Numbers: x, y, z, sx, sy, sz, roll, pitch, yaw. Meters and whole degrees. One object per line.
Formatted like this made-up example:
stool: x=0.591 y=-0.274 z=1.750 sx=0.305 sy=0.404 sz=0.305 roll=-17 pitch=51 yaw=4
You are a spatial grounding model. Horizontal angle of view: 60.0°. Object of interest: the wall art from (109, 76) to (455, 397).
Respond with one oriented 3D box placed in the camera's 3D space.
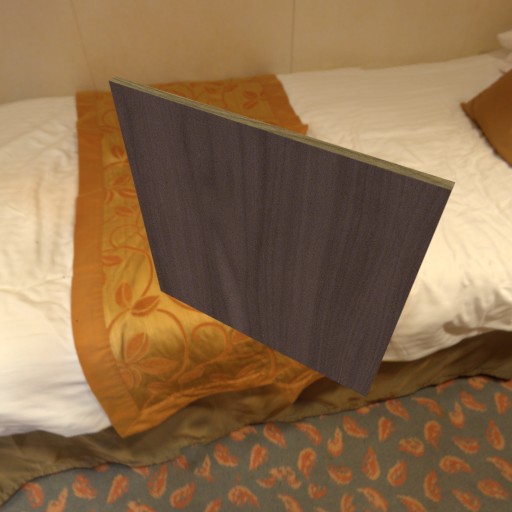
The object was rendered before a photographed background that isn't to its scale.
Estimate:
wall art: x=0.000 y=0.000 z=0.764 sx=0.508 sy=0.507 sz=0.016 roll=24 pitch=51 yaw=20
